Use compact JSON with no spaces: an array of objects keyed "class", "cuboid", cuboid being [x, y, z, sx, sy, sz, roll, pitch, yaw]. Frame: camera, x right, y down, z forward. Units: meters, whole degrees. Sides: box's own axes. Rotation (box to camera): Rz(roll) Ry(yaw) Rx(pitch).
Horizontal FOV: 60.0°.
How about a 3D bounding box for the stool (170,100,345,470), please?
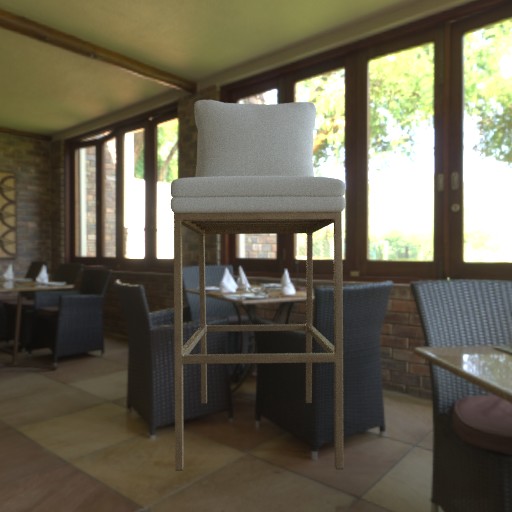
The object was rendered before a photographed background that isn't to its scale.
[{"class":"stool","cuboid":[0.000,0.000,1.435,0.463,1.125,0.572,0,0,-1]}]
